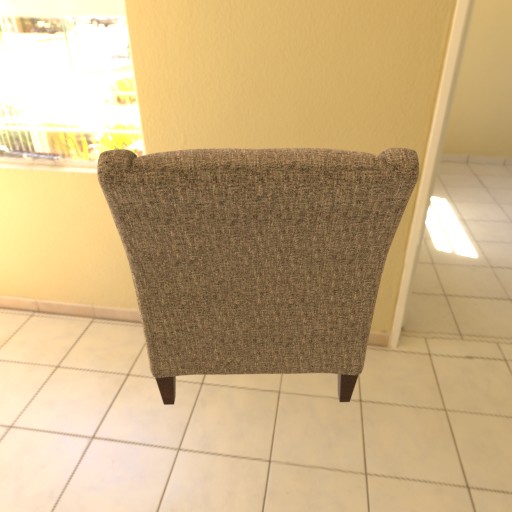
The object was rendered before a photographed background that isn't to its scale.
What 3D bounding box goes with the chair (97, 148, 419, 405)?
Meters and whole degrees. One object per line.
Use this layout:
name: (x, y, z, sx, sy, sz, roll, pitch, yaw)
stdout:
chair: (0.000, 0.000, 1.619, 0.774, 1.014, 0.870, -1, 30, -1)
